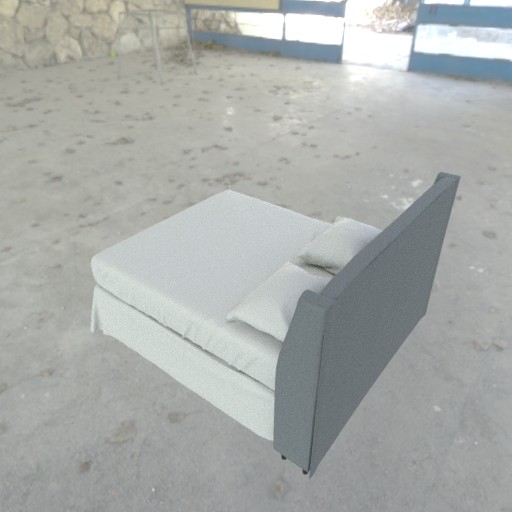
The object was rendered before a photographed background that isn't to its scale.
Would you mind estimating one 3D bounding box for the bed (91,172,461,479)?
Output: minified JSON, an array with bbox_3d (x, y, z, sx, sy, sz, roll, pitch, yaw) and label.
[{"bbox_3d":[0.000,0.000,3.462,2.276,1.332,1.925,23,39,31],"label":"bed"}]
